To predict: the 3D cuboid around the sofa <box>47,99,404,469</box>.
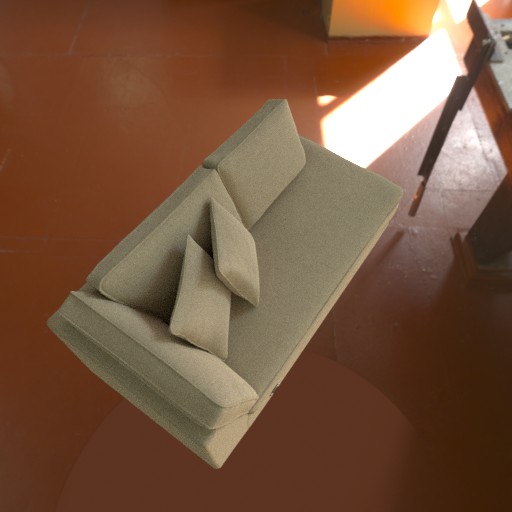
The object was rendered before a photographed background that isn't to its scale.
[{"bbox_3d":[0.000,0.000,2.850,1.110,1.033,2.237,31,62,18],"label":"sofa"}]
